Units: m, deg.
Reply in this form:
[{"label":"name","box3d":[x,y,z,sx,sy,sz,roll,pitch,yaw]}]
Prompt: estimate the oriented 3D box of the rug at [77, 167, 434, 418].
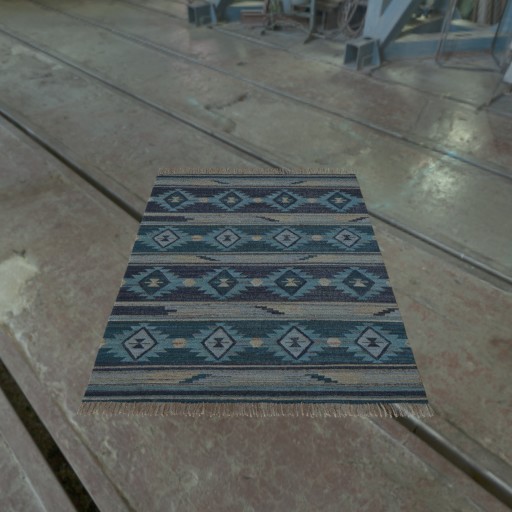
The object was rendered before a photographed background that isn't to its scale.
[{"label":"rug","box3d":[0.000,0.000,4.220,2.418,0.047,3.307,0,41,0]}]
